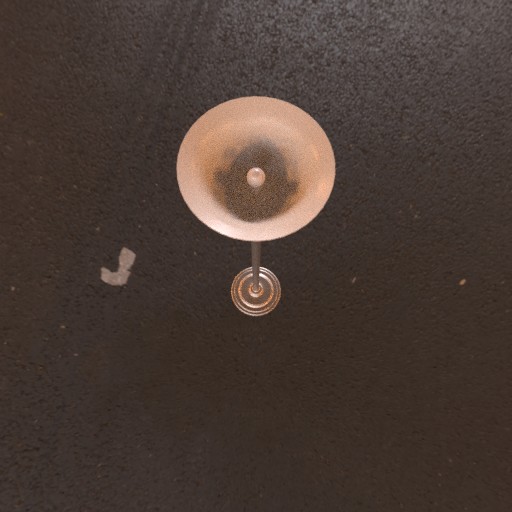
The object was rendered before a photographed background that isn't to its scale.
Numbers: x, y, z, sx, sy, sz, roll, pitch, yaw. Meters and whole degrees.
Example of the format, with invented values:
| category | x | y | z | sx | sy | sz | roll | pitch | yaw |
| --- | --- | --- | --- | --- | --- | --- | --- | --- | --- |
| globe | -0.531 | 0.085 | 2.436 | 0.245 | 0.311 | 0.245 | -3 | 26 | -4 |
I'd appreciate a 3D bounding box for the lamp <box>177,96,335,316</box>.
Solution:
| category | x | y | z | sx | sy | sz | roll | pitch | yaw |
| --- | --- | --- | --- | --- | --- | --- | --- | --- | --- |
| lamp | 0.000 | 0.000 | 1.986 | 0.405 | 1.771 | 0.405 | -37 | 78 | -9 |
